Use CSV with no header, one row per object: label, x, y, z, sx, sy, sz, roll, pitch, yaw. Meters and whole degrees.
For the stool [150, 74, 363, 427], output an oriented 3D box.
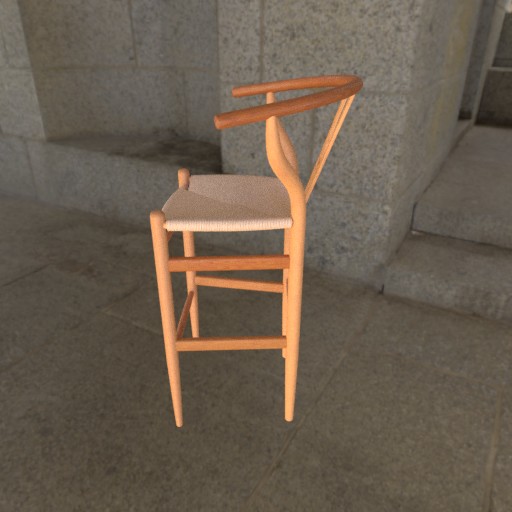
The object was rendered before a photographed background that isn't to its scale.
stool,0.000,0.000,1.414,0.561,1.068,0.574,1,27,1
